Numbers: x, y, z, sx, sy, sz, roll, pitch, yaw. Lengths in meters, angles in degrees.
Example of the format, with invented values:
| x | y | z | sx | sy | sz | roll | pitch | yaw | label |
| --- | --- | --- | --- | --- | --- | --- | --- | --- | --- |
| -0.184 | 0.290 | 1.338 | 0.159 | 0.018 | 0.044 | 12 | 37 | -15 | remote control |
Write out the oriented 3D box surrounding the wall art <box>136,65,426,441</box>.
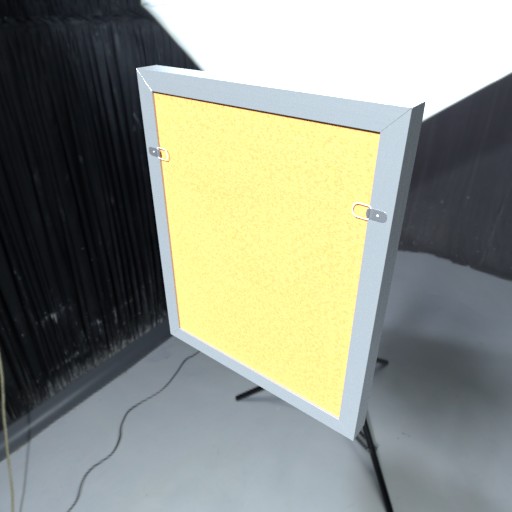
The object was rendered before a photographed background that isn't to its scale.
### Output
| x | y | z | sx | sy | sz | roll | pitch | yaw | label |
| --- | --- | --- | --- | --- | --- | --- | --- | --- | --- |
| 0.000 | 0.000 | 0.510 | 0.308 | 0.379 | 0.030 | 22 | 37 | 32 | wall art |
